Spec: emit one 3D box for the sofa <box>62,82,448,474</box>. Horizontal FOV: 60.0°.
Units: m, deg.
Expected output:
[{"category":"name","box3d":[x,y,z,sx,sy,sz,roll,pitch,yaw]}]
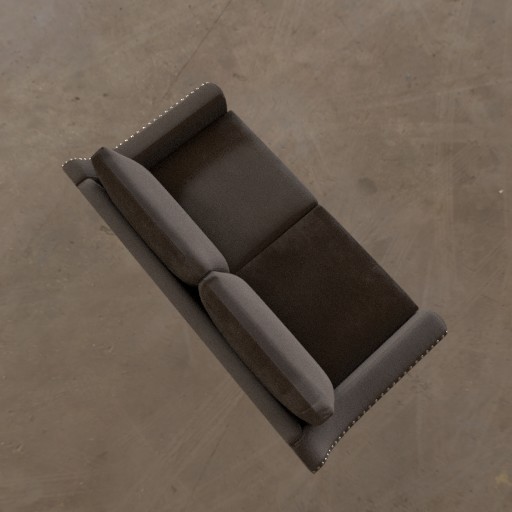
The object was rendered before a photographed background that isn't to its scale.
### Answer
[{"category":"sofa","box3d":[0.000,0.000,3.263,1.336,1.196,2.550,-40,79,-9]}]
